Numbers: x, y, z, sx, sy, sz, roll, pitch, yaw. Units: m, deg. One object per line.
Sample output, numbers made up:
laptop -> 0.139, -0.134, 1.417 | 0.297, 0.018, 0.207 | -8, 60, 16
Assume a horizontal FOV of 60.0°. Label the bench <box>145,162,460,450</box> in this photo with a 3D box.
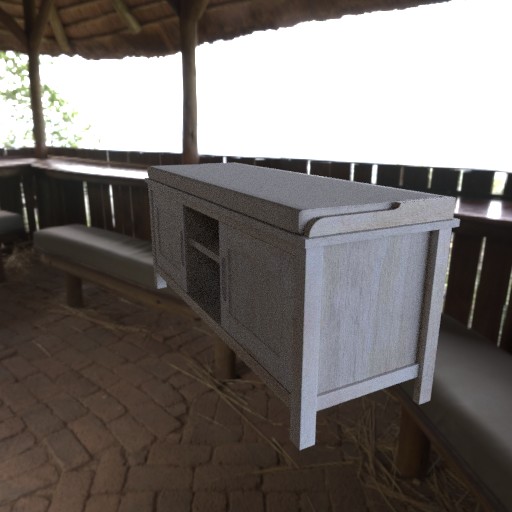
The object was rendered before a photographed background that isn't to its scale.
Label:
bench -> 0.000, 0.000, 1.409 | 0.398, 0.501, 1.140 | -8, 18, -26
